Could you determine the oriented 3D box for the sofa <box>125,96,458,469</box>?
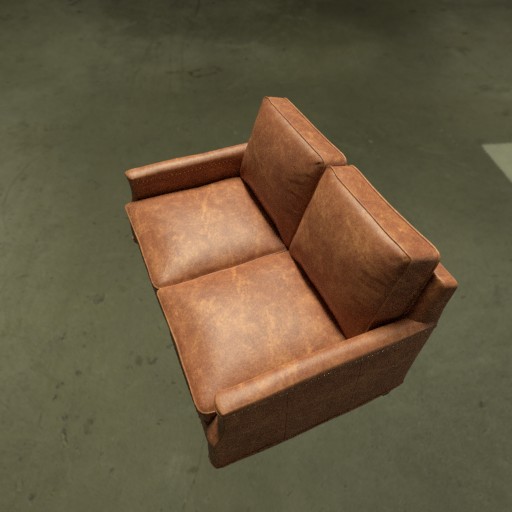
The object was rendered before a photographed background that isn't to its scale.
[{"bbox_3d":[0.000,0.000,2.286,1.084,1.003,1.597,-18,50,-16],"label":"sofa"}]
